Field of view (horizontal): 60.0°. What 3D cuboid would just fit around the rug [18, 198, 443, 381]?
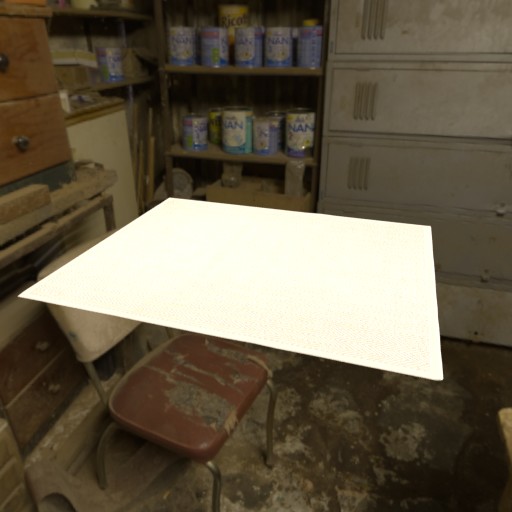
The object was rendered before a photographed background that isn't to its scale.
[{"bbox_3d":[0.000,0.000,3.955,3.009,0.019,2.423,8,27,16],"label":"rug"}]
